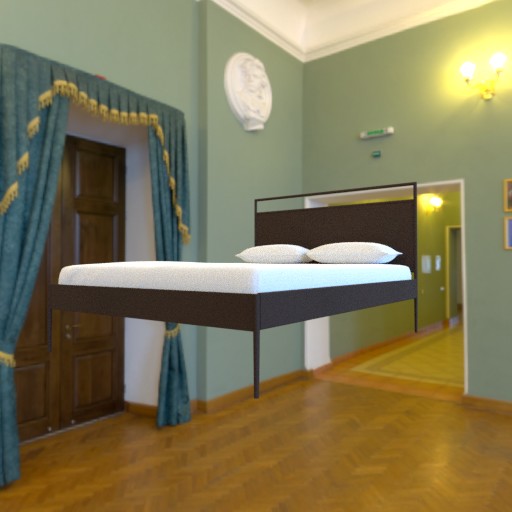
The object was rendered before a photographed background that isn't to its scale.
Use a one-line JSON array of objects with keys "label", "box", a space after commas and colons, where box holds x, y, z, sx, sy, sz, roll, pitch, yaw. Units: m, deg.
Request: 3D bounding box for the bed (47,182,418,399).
[{"label": "bed", "box": [0.000, 0.000, 3.067, 1.572, 1.173, 2.122, -1, -1, 36]}]
